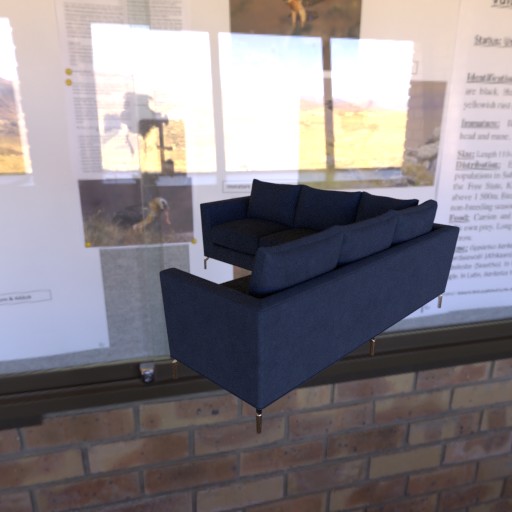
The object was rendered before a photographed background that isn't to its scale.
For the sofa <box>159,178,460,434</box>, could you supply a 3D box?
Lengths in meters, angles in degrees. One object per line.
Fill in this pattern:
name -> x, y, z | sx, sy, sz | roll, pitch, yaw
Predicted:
sofa -> 0.000, 0.000, 3.831 | 2.472, 0.988, 2.463 | 16, 23, 42
